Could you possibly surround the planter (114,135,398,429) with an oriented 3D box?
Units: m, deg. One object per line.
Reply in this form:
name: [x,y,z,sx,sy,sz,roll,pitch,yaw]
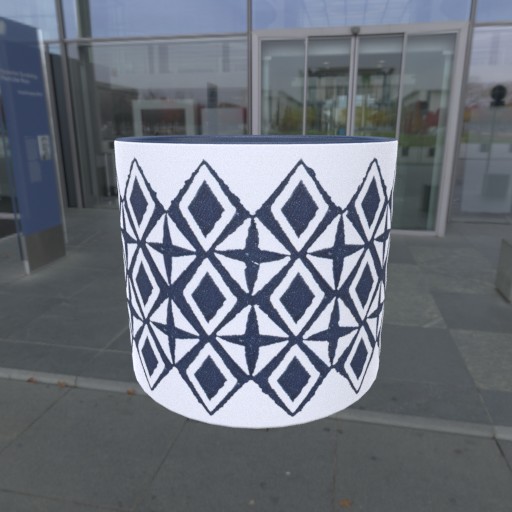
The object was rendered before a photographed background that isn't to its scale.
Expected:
planter: [0.000,0.000,0.392,0.224,0.203,0.224,0,16,0]
